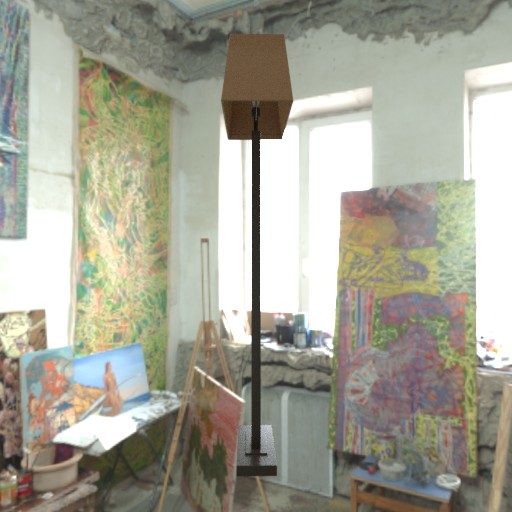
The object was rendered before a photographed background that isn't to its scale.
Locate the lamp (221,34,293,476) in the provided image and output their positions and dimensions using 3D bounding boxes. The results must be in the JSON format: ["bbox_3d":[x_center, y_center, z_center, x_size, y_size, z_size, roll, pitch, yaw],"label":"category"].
[{"bbox_3d":[0.000,0.000,1.658,0.233,1.469,0.475,0,0,-1],"label":"lamp"}]
